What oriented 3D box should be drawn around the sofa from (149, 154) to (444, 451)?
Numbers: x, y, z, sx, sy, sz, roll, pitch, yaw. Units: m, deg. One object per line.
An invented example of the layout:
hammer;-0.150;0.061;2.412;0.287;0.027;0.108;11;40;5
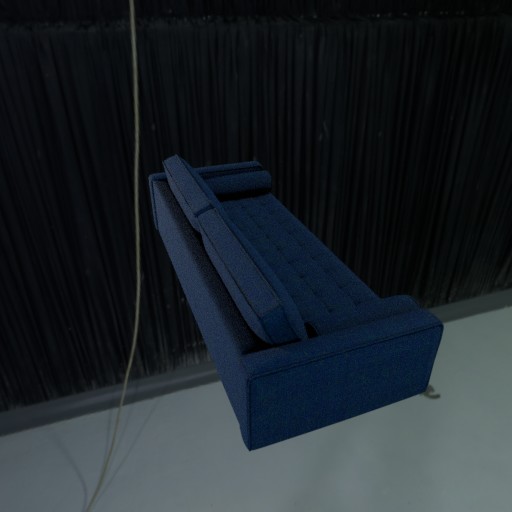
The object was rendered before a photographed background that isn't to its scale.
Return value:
sofa;0.000;0.000;2.702;0.914;0.762;2.210;-11;33;-18
